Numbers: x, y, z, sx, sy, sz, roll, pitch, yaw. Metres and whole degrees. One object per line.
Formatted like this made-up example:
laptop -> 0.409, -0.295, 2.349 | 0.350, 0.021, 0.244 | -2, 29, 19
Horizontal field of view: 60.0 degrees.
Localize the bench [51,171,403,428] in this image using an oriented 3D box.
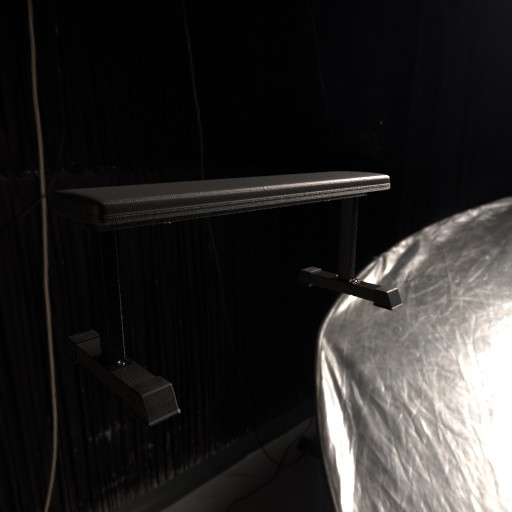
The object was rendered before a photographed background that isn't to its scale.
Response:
bench -> 0.000, 0.000, 1.320 | 1.072, 0.453, 0.439 | -13, 19, -42
